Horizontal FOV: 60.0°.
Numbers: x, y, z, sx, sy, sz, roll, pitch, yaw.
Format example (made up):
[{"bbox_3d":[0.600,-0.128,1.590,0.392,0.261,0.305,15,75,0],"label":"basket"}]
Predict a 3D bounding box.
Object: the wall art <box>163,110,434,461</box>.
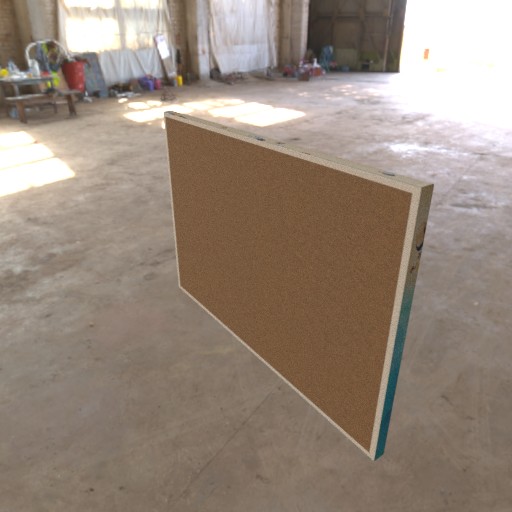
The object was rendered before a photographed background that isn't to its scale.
[{"bbox_3d":[0.000,0.000,1.442,0.040,0.769,1.136,-18,32,-32],"label":"wall art"}]
